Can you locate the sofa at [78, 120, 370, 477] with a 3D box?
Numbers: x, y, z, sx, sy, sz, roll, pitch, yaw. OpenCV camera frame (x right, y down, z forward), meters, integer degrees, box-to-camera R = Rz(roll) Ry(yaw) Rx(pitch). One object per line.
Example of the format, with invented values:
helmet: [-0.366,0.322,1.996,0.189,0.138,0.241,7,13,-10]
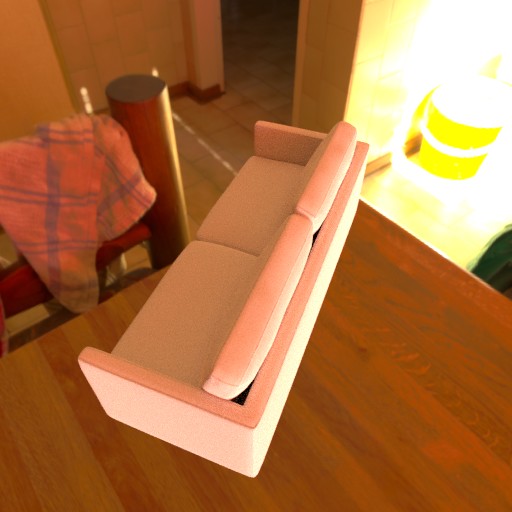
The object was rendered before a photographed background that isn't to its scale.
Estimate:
sofa: [0.000,0.000,2.906,0.951,0.962,2.361,16,49,15]
